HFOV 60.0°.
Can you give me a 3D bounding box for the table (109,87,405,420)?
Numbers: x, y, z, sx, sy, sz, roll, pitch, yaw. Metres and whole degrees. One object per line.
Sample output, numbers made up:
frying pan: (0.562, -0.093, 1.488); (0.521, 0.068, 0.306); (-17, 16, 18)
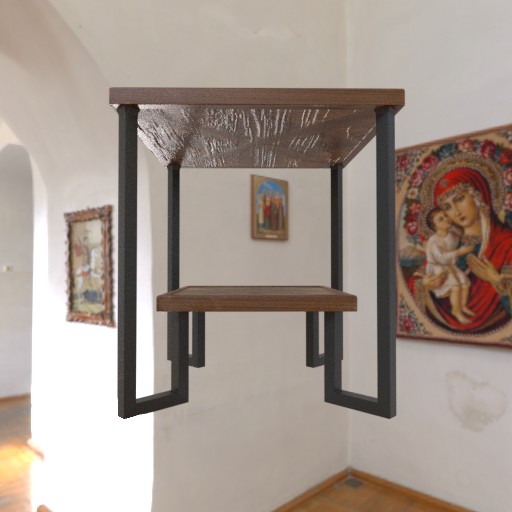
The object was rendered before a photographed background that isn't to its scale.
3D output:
table: (0.000, 0.000, 0.997); (0.503, 0.563, 0.503); (0, -1, -1)
